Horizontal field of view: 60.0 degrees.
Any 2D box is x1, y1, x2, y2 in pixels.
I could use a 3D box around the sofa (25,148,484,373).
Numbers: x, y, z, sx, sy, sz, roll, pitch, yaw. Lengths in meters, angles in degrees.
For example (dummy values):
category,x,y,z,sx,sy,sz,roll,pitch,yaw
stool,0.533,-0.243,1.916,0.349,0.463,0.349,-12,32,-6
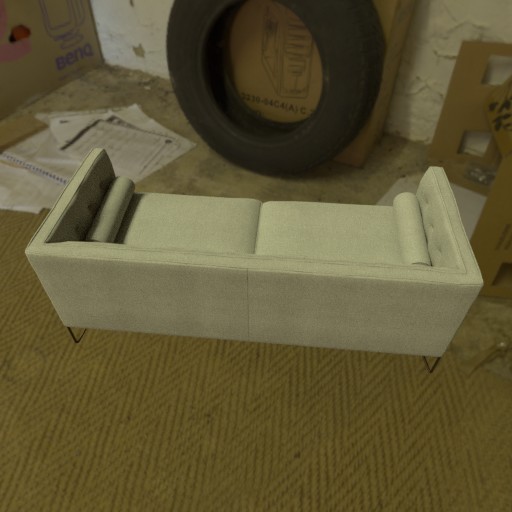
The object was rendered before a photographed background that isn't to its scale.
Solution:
category,x,y,z,sx,sy,sz,roll,pitch,yaw
sofa,0.000,0.000,2.546,2.079,0.798,0.912,4,46,4
